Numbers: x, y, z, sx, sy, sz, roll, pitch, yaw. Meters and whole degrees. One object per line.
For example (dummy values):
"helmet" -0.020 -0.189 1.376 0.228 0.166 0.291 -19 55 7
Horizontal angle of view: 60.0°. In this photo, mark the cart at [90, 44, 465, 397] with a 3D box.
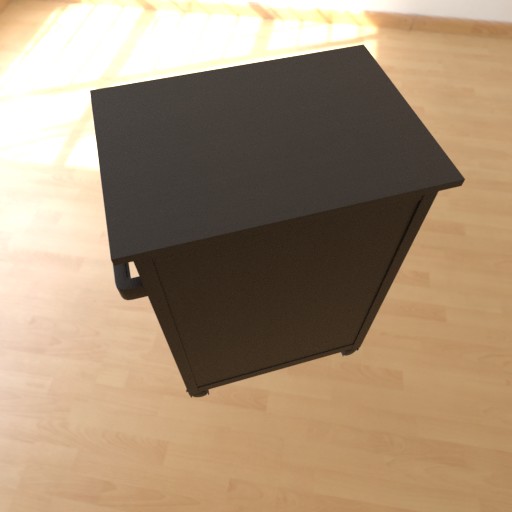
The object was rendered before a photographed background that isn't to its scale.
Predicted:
"cart" 0.000 0.000 1.241 0.660 0.879 0.456 -13 57 -9
